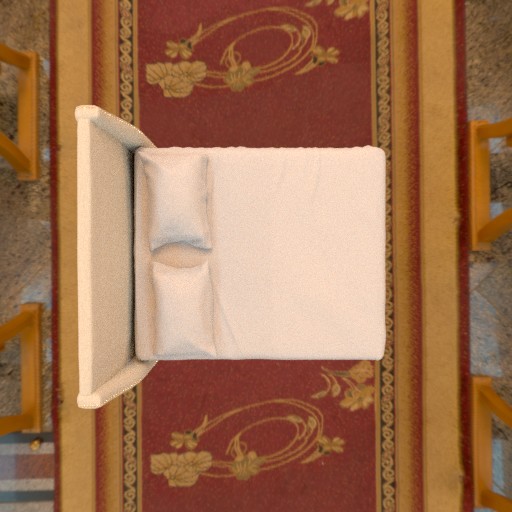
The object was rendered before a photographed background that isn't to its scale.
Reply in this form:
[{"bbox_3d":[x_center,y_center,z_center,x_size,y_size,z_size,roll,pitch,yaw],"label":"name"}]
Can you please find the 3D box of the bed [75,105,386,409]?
[{"bbox_3d":[0.000,0.000,3.421,2.276,1.332,1.925,0,91,0],"label":"bed"}]
